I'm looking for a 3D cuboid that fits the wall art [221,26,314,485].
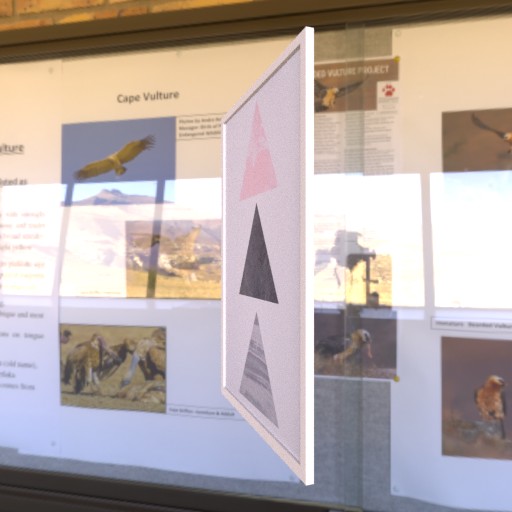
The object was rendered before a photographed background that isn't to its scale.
[{"bbox_3d":[0.000,0.000,0.850,0.013,0.656,0.456,0,0,-20],"label":"wall art"}]
